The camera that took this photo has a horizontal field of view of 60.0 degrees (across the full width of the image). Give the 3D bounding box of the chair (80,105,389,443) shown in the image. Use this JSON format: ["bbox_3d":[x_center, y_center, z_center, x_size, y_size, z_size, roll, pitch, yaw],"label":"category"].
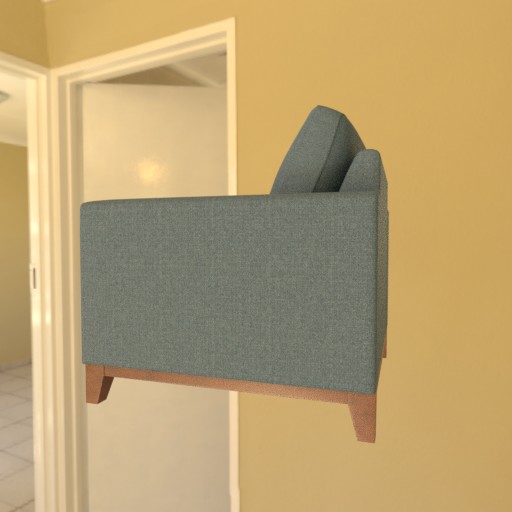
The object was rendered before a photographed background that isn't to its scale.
[{"bbox_3d":[0.000,0.000,1.861,1.038,1.010,1.024,1,3,18],"label":"chair"}]
